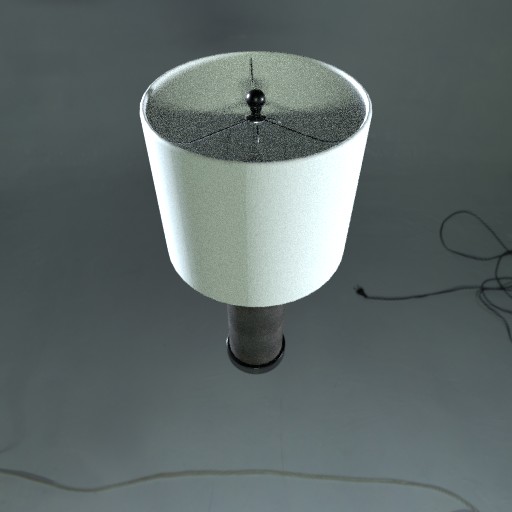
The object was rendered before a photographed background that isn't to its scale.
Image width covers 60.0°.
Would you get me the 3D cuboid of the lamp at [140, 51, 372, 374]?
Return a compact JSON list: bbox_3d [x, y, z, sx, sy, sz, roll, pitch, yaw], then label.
[{"bbox_3d":[0.000,0.000,0.812,0.305,0.634,0.305,-3,47,-3],"label":"lamp"}]
